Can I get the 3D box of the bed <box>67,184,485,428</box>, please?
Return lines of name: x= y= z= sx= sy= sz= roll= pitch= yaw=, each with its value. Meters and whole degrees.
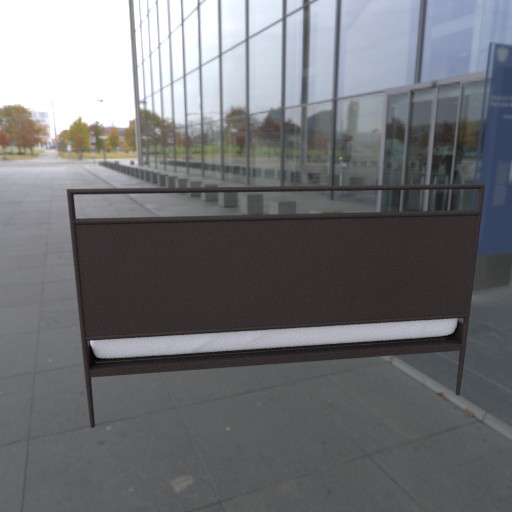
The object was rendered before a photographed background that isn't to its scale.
bed: x=0.000 y=0.000 z=3.232 sx=1.993 sy=1.173 sz=2.151 roll=-2 pitch=14 yaw=-8
